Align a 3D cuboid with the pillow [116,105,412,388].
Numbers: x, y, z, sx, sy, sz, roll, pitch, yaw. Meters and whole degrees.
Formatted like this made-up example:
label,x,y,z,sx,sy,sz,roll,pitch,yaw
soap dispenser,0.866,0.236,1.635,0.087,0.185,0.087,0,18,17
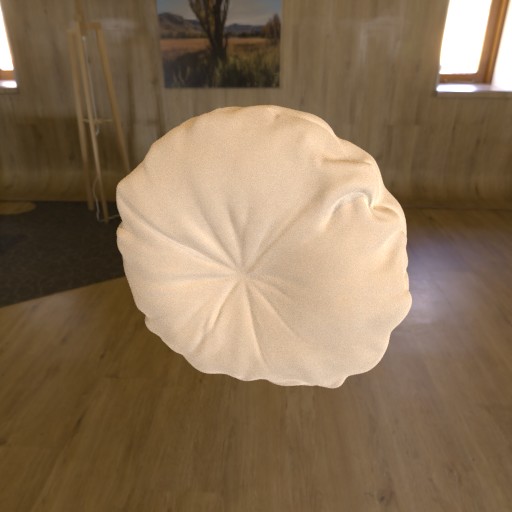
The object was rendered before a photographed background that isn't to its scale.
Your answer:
label,x,y,z,sx,sy,sz,roll,pitch,yaw
pillow,0.000,0.000,0.629,0.428,0.407,0.148,8,27,17
